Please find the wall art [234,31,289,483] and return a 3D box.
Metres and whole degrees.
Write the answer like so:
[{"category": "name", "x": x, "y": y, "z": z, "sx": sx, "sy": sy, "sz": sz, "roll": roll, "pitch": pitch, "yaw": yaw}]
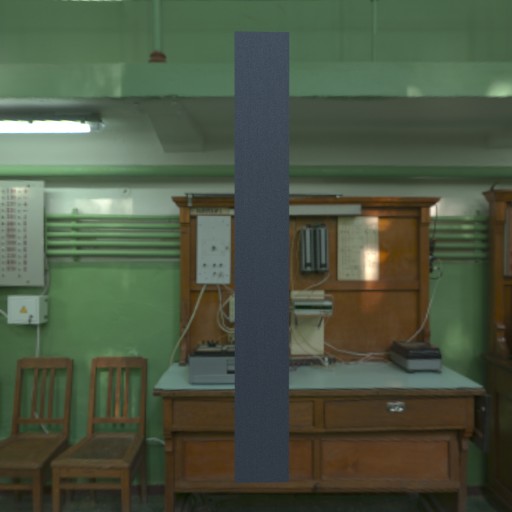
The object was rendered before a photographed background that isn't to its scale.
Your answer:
[{"category": "wall art", "x": 0.000, "y": 0.000, "z": 0.446, "sx": 0.036, "sy": 0.300, "sz": 0.302, "roll": 0, "pitch": 1, "yaw": -2}]
